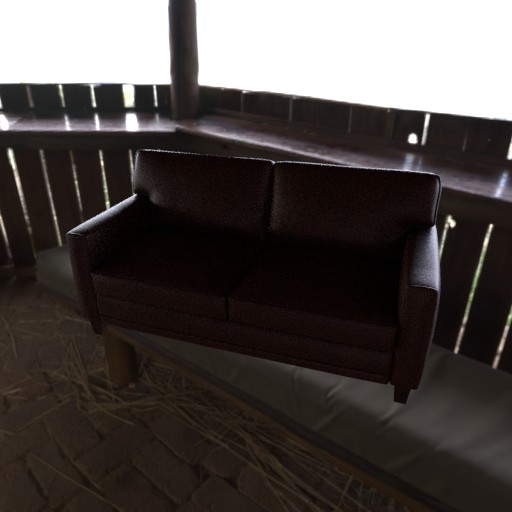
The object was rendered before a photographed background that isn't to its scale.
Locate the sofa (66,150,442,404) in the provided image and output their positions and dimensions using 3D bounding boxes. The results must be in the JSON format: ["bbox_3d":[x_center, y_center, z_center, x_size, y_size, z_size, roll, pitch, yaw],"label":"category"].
[{"bbox_3d":[0.000,0.000,2.452,1.876,0.928,0.912,8,27,17],"label":"sofa"}]
